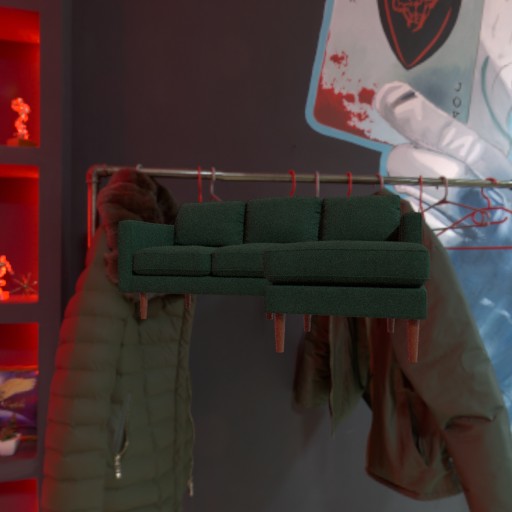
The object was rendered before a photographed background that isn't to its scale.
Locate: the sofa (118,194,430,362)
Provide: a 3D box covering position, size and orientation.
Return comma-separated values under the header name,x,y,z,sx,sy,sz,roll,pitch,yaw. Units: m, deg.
name,x,y,z,sx,sy,sz,roll,pitch,yaw
sofa,0.000,0.000,2.854,2.030,0.899,1.580,0,0,19
